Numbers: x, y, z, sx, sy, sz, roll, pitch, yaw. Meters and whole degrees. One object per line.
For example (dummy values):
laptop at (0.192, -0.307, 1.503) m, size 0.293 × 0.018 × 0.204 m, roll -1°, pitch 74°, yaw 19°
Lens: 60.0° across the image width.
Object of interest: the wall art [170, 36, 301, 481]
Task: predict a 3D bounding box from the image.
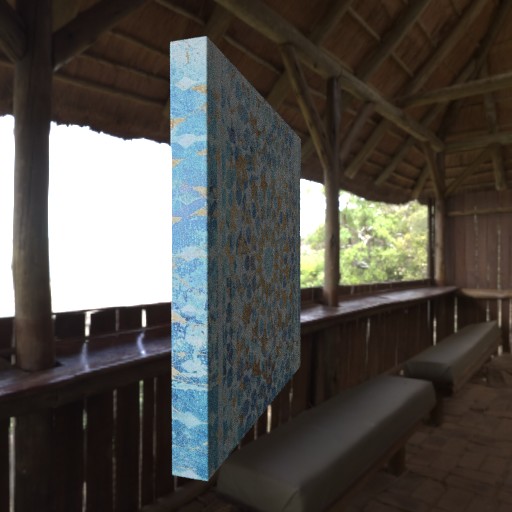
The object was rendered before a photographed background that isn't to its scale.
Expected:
wall art at (0.000, 0.000, 0.601) m, size 0.037 × 0.405 × 0.405 m, roll 0°, pitch 2°, yaw 18°
